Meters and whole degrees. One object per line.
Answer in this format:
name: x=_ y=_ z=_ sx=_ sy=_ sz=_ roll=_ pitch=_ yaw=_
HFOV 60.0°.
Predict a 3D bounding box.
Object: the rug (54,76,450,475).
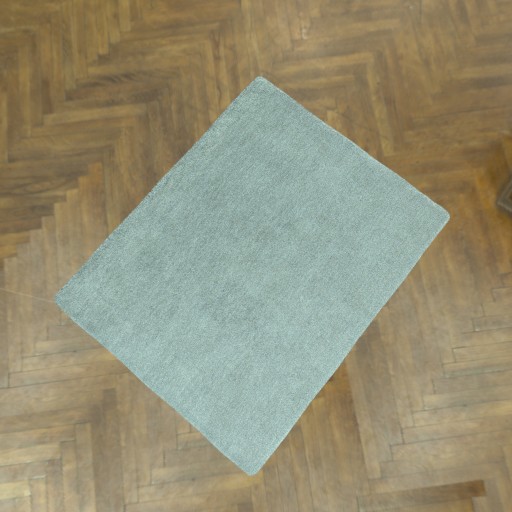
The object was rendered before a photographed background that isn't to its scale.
rug: x=0.000 y=0.000 z=4.012 sx=2.332 sy=0.027 sz=2.933 roll=39 pitch=80 yaw=8
